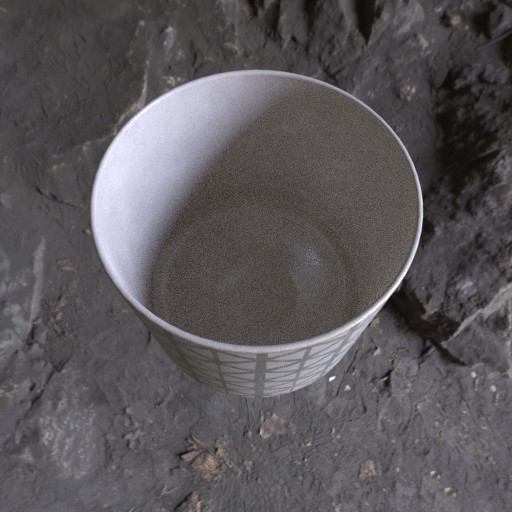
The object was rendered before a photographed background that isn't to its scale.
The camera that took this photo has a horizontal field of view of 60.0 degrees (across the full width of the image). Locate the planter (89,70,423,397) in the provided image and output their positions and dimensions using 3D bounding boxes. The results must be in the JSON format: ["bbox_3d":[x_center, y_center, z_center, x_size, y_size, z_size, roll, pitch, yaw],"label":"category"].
[{"bbox_3d":[0.000,0.000,0.336,0.190,0.181,0.190,0,64,0],"label":"planter"}]
